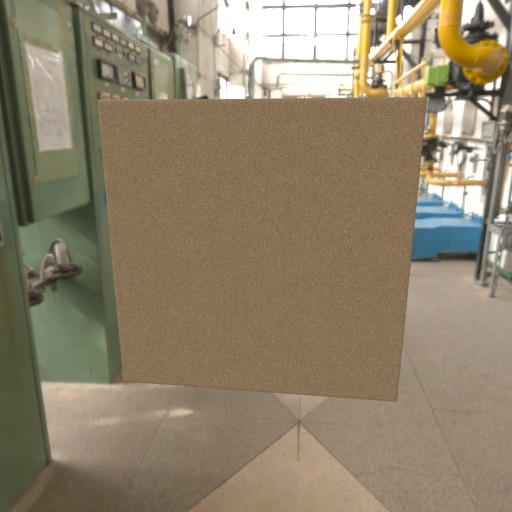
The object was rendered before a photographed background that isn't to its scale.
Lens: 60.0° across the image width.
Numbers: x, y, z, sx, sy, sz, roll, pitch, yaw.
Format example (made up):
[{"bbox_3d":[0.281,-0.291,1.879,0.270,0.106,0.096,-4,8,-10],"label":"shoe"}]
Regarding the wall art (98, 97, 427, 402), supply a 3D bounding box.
[{"bbox_3d":[0.000,0.000,1.124,0.749,0.751,0.050,2,16,7],"label":"wall art"}]
